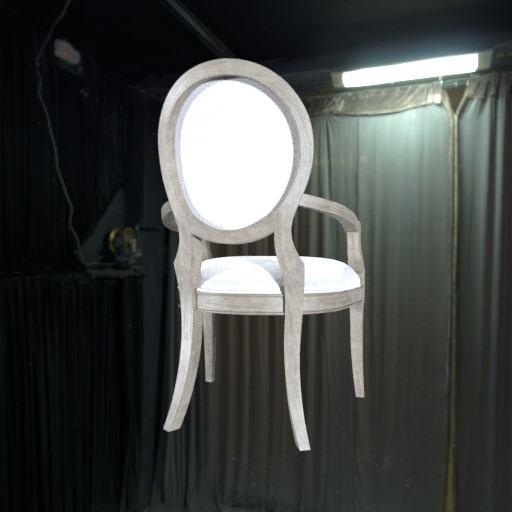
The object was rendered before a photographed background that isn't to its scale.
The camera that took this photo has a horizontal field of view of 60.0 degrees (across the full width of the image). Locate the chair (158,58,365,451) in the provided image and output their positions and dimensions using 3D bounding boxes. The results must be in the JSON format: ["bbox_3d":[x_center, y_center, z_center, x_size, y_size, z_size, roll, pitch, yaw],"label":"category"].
[{"bbox_3d":[0.000,0.000,1.378,0.611,0.991,0.602,0,0,19],"label":"chair"}]
